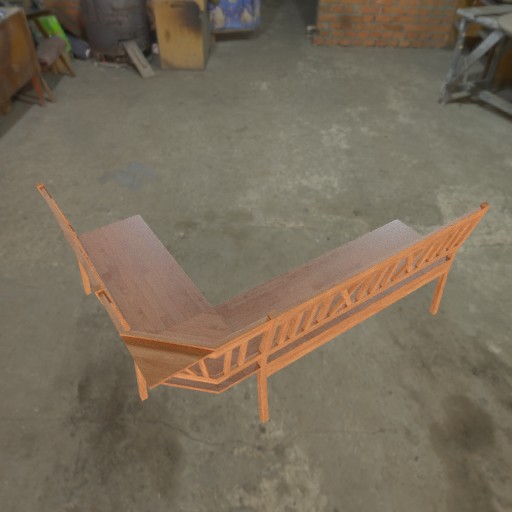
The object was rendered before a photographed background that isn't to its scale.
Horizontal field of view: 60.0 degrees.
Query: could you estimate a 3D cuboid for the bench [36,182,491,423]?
[{"bbox_3d":[0.000,0.000,2.696,1.937,0.902,1.537,-24,47,-25],"label":"bench"}]
